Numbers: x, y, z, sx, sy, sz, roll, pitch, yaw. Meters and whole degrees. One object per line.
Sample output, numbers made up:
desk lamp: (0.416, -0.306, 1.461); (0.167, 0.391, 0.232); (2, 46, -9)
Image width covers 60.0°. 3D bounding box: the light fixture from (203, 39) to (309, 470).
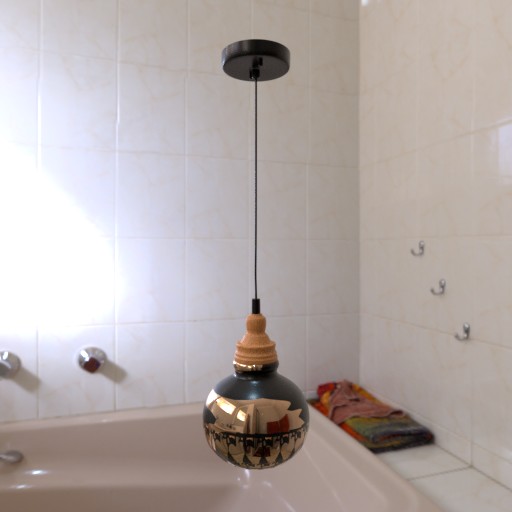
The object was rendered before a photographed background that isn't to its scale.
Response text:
light fixture: (0.000, 0.000, 1.786); (0.430, 1.606, 0.430); (0, 1, -17)
